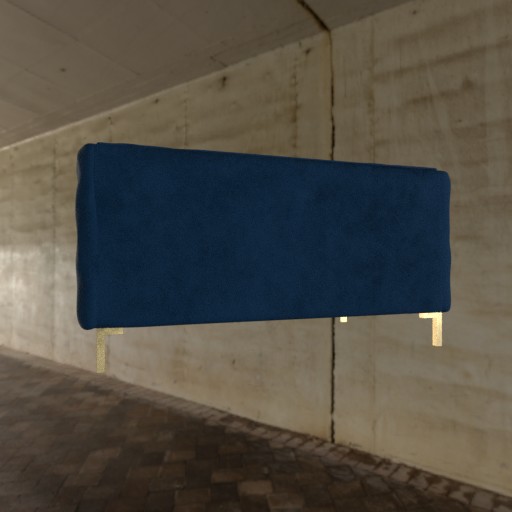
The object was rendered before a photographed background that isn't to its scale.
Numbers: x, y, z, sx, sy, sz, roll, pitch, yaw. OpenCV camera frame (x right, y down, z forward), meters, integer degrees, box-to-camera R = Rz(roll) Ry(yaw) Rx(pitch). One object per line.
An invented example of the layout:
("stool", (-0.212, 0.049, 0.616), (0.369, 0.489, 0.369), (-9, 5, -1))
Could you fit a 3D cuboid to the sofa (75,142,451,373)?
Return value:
("sofa", (0.000, 0.000, 2.144), (1.583, 0.810, 0.909), (0, 0, -19))
